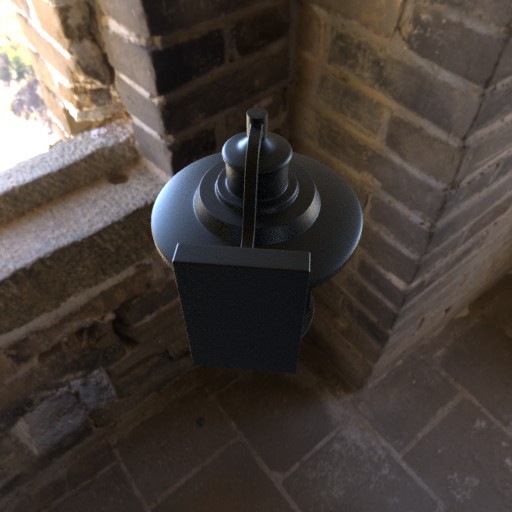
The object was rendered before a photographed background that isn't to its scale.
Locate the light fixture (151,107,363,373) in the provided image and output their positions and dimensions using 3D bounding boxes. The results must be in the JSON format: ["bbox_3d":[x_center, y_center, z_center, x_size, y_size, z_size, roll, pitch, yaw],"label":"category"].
[{"bbox_3d":[0.000,0.000,0.507,0.222,0.345,0.252,4,47,4],"label":"light fixture"}]
